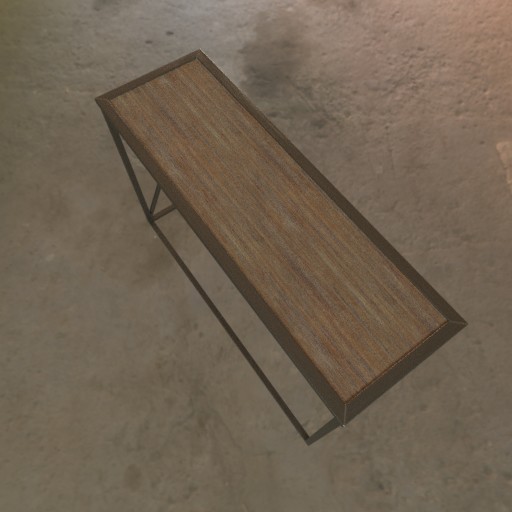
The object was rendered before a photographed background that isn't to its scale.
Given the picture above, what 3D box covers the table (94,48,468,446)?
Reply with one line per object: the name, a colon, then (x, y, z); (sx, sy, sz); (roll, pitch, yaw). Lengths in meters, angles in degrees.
table: (0.000, 0.000, 1.584); (0.402, 0.753, 1.216); (-33, 68, -15)
